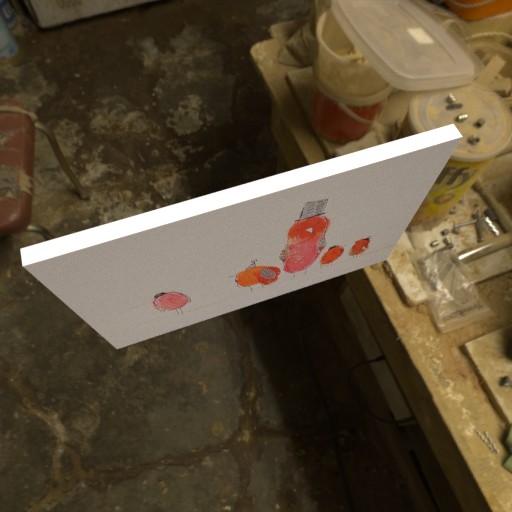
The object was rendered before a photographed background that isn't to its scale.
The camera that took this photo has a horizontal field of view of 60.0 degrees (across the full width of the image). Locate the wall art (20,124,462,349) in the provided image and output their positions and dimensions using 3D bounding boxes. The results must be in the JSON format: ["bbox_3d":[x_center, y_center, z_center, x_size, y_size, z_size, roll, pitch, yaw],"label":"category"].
[{"bbox_3d":[0.000,0.000,1.155,0.914,0.609,0.038,-17,65,-8],"label":"wall art"}]
